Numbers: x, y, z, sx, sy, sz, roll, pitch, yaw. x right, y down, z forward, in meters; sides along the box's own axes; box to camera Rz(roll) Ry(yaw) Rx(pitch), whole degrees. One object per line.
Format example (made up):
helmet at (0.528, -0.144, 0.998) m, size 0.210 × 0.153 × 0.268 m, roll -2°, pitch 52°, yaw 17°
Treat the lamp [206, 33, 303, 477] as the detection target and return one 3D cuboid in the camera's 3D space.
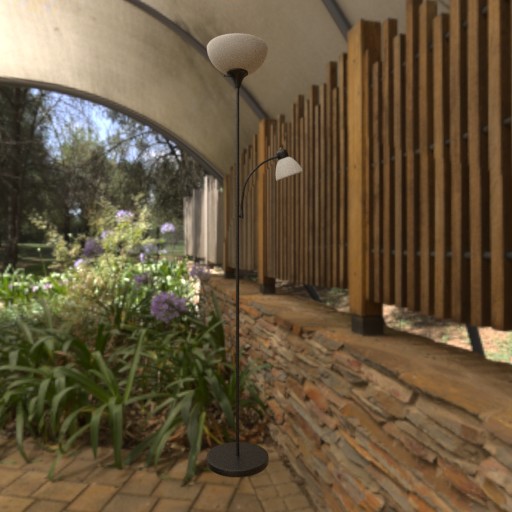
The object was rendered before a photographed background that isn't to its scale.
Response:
lamp at (0.000, 0.000, 1.964) m, size 0.442 × 1.804 × 0.279 m, roll 0°, pitch 0°, yaw -19°
